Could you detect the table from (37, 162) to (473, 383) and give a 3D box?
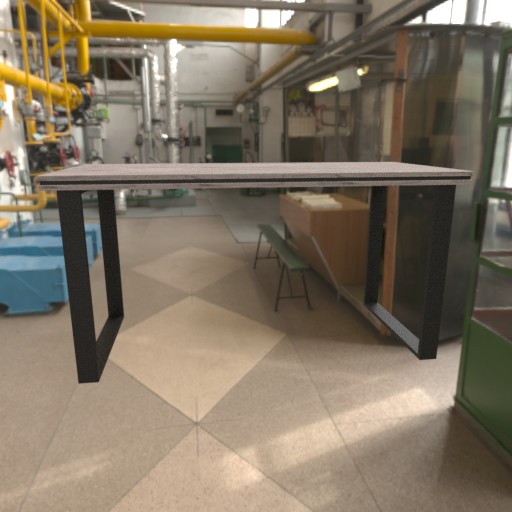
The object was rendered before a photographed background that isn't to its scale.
[{"bbox_3d":[0.000,0.000,2.285,1.778,0.899,0.795,-2,15,-7],"label":"table"}]
